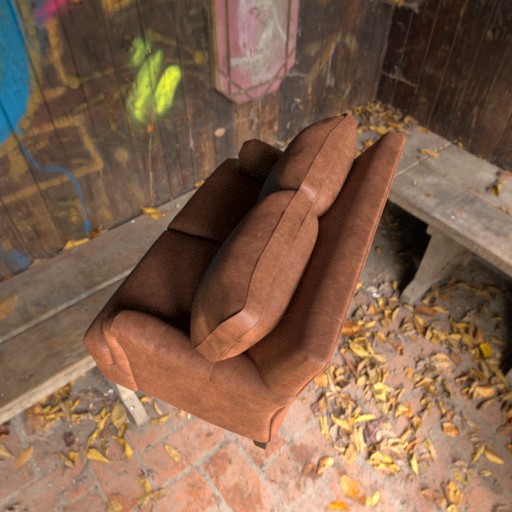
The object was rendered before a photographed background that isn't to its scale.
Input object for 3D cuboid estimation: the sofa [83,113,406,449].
[{"bbox_3d":[0.000,0.000,2.241,1.077,1.004,1.527,17,49,15],"label":"sofa"}]
